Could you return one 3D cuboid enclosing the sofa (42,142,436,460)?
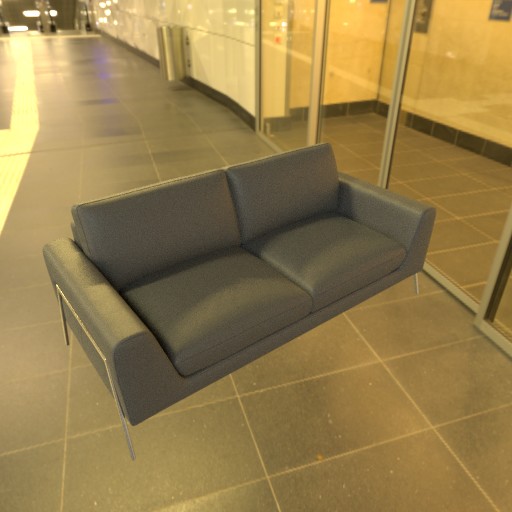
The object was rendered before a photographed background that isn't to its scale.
[{"bbox_3d":[0.000,0.000,2.505,2.017,0.875,0.953,-21,37,-31],"label":"sofa"}]
